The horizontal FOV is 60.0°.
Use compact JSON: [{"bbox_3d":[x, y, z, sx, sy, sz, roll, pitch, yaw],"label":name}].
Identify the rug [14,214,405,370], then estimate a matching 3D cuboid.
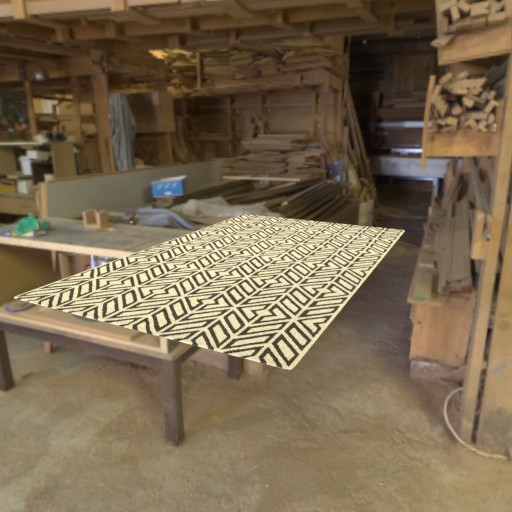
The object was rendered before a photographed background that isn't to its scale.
[{"bbox_3d":[0.000,0.000,2.948,1.523,0.008,2.438,8,18,26],"label":"rug"}]
